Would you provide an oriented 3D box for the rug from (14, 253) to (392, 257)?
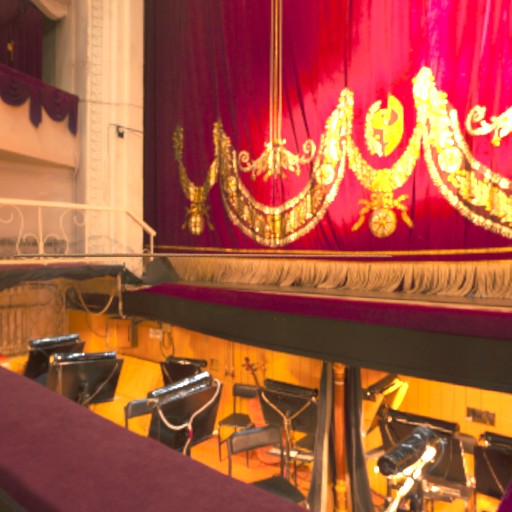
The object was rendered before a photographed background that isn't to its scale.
[{"bbox_3d":[0.000,0.000,2.374,0.662,0.011,2.196,0,0,38],"label":"rug"}]
